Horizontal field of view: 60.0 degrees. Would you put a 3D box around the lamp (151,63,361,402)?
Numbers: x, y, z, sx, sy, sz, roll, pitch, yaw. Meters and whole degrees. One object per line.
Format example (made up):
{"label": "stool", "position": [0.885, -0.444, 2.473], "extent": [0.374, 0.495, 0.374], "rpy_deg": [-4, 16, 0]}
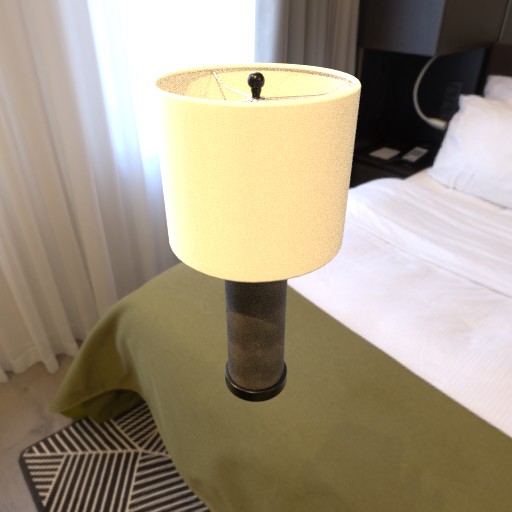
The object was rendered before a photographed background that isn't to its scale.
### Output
{"label": "lamp", "position": [0.000, 0.000, 0.816], "extent": [0.305, 0.634, 0.305], "rpy_deg": [11, 33, 16]}
